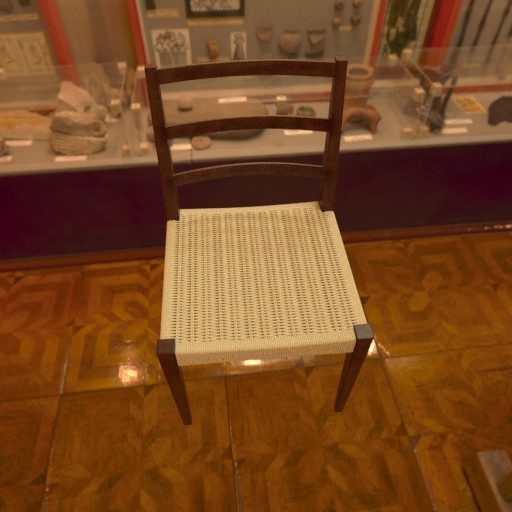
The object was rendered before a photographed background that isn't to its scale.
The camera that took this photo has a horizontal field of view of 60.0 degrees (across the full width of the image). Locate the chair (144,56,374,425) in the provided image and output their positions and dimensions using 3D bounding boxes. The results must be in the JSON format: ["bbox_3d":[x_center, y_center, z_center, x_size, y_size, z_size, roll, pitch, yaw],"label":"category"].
[{"bbox_3d":[0.000,0.000,1.159,0.480,0.813,0.551,-4,47,-3],"label":"chair"}]
